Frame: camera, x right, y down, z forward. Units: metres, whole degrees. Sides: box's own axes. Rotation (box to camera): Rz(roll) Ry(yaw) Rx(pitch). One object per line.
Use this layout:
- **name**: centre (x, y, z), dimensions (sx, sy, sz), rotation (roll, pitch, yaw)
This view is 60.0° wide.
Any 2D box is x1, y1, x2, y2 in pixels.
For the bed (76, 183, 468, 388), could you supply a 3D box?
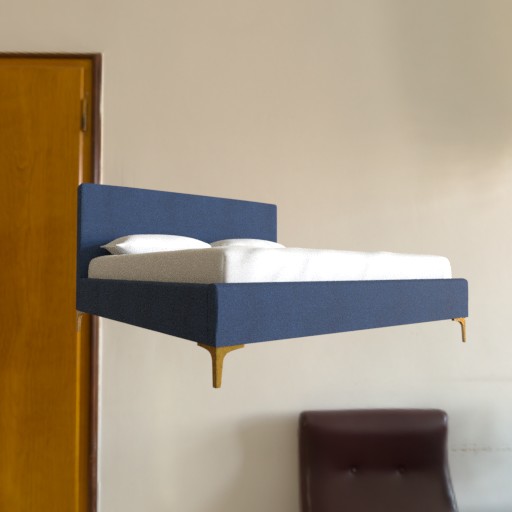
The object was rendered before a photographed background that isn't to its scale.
- **bed**: centre (0.000, 0.000, 3.407), dimensions (2.096, 1.231, 2.232), rotation (1, -2, -37)
